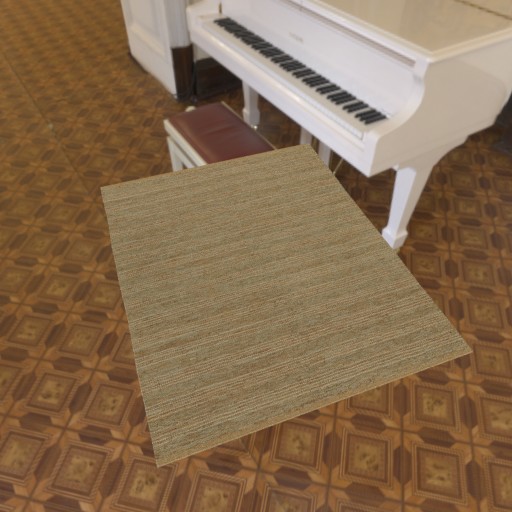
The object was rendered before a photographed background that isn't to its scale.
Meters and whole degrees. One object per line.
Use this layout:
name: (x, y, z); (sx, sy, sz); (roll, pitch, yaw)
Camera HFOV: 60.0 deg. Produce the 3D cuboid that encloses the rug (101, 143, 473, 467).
rug: (0.000, 0.000, 4.096); (2.471, 0.012, 3.034); (-15, 49, -13)
